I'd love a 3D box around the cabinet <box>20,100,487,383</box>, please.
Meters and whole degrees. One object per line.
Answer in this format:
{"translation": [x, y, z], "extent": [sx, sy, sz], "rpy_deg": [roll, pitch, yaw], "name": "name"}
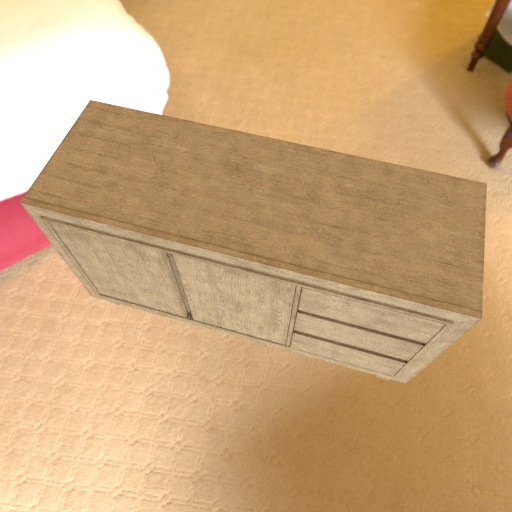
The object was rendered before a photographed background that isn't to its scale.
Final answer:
{"translation": [0.000, 0.000, 1.818], "extent": [1.460, 0.825, 0.511], "rpy_deg": [14, 61, 8], "name": "cabinet"}
